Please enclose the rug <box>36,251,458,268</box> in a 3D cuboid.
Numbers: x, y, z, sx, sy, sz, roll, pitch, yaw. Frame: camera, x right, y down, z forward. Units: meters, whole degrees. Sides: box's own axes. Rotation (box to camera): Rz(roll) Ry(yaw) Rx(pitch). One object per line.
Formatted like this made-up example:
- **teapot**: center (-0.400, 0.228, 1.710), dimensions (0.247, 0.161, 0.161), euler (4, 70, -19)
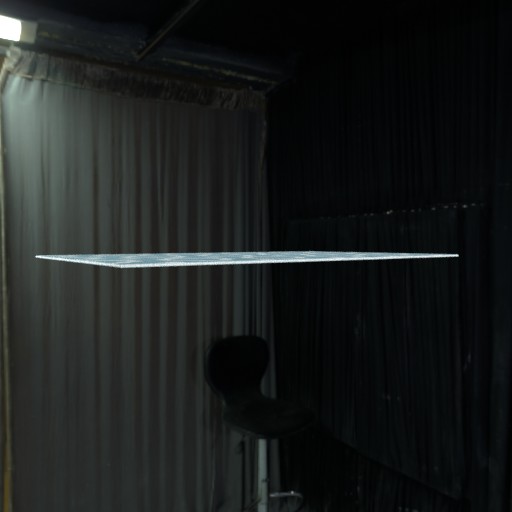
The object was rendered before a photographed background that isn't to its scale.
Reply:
- **rug**: center (0.000, 0.000, 3.007), dimensions (2.443, 0.015, 1.528), euler (-1, 2, -37)
